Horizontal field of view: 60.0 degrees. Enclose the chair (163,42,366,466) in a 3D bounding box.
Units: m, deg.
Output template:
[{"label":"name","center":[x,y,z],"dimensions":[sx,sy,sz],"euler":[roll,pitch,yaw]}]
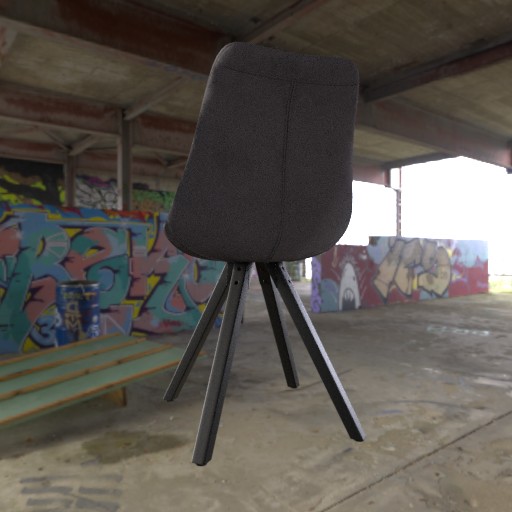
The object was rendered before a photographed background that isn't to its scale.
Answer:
[{"label":"chair","center":[0.000,0.000,1.158],"dimensions":[0.476,0.850,0.550],"euler":[0,1,-18]}]
